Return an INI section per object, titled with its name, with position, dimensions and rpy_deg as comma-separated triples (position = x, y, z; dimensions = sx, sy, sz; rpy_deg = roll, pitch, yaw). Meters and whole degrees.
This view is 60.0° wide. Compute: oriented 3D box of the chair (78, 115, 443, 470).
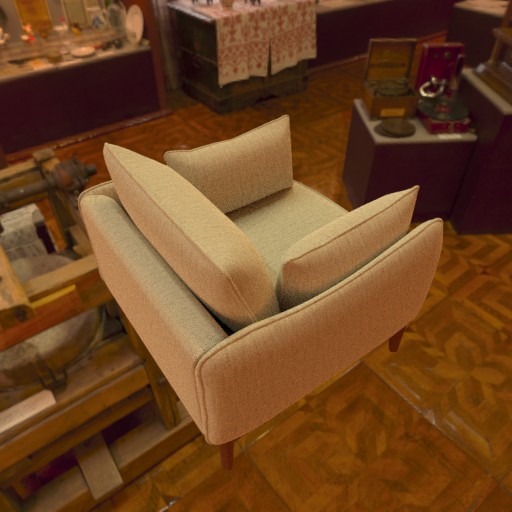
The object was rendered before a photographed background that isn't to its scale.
[chair]
position = 0.000, 0.000, 1.703
dimensions = 0.991, 0.855, 0.994
rpy_deg = -25, 47, -26
